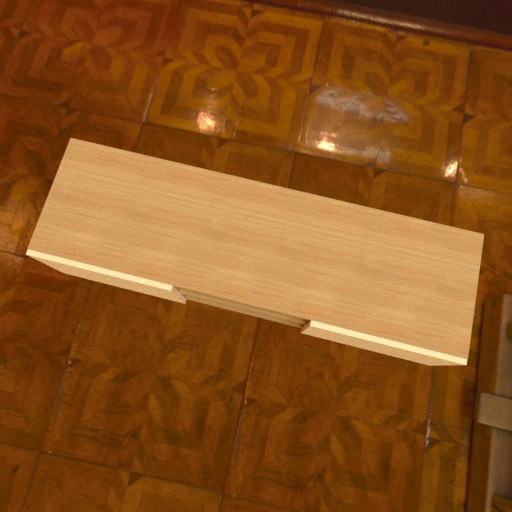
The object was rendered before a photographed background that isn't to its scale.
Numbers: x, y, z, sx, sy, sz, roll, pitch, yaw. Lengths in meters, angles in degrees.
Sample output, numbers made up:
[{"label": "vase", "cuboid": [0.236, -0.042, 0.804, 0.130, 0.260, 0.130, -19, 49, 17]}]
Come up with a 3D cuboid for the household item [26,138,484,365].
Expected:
[{"label": "household item", "cuboid": [0.000, 0.000, 1.559, 1.400, 0.310, 0.420, 14, 76, 3]}]
